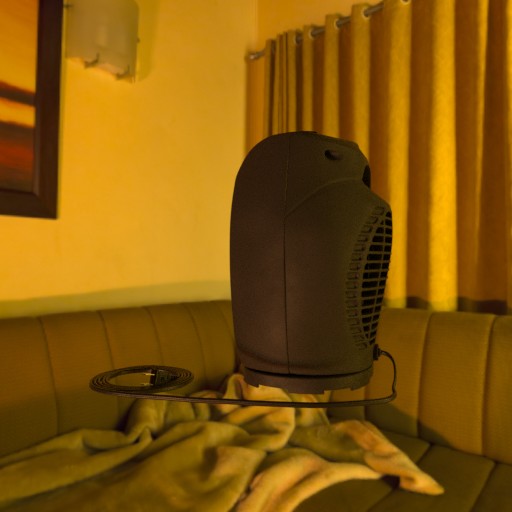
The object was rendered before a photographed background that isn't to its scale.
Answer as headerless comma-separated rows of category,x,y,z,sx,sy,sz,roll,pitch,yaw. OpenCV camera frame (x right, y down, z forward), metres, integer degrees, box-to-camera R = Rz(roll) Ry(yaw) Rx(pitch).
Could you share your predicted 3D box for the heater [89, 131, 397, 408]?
heater,0.000,0.000,0.478,0.291,0.255,0.239,0,0,19
